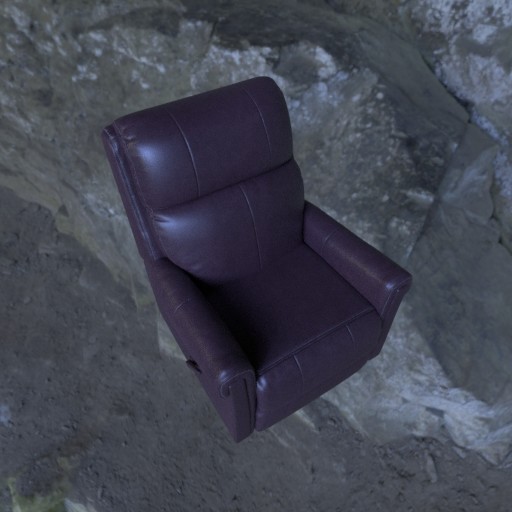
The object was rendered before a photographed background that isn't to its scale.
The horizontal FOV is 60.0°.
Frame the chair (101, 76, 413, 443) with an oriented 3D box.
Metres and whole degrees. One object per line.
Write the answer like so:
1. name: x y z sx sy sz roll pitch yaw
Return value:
1. chair: 0.000 0.000 1.804 0.838 1.054 1.014 -25 52 -21
